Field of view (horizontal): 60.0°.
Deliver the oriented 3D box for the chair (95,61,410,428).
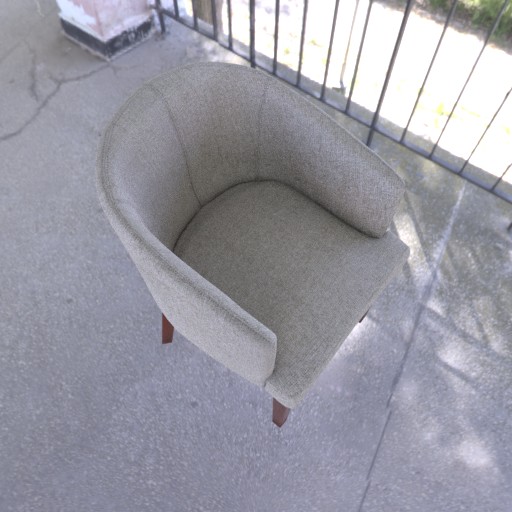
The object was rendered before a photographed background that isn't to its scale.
[{"bbox_3d":[0.000,0.000,1.212,0.655,0.811,0.583,35,65,19],"label":"chair"}]
